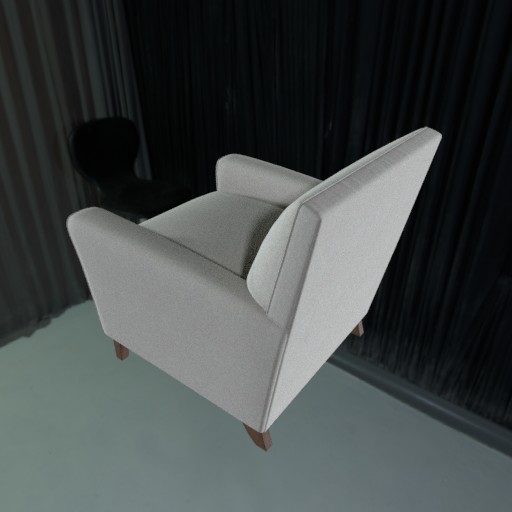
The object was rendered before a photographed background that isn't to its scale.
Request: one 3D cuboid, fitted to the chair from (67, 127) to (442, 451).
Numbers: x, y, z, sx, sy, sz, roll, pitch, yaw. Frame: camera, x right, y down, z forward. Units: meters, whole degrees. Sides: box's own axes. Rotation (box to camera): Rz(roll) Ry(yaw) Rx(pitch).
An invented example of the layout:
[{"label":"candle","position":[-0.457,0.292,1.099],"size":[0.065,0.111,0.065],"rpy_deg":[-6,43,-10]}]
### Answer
[{"label":"chair","position":[0.000,0.000,1.528],"size":[0.871,0.846,0.840],"rpy_deg":[20,35,31]}]
